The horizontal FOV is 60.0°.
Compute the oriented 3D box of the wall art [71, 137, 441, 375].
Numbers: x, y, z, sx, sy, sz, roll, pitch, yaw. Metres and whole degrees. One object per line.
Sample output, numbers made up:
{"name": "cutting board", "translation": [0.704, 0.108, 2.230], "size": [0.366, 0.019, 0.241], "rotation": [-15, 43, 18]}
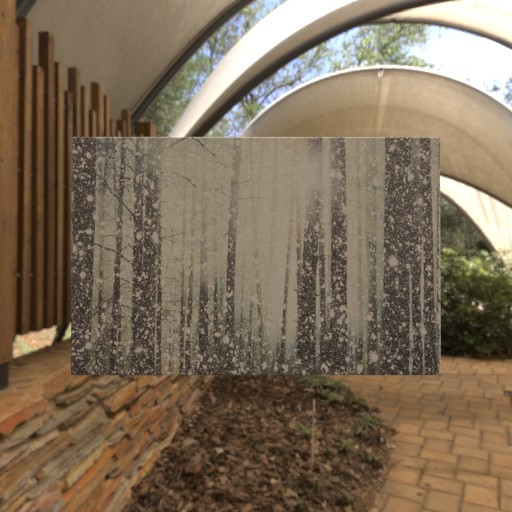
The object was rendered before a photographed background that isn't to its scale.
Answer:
{"name": "wall art", "translation": [0.000, 0.000, 0.759], "size": [0.618, 0.398, 0.042], "rotation": [0, 0, 0]}
